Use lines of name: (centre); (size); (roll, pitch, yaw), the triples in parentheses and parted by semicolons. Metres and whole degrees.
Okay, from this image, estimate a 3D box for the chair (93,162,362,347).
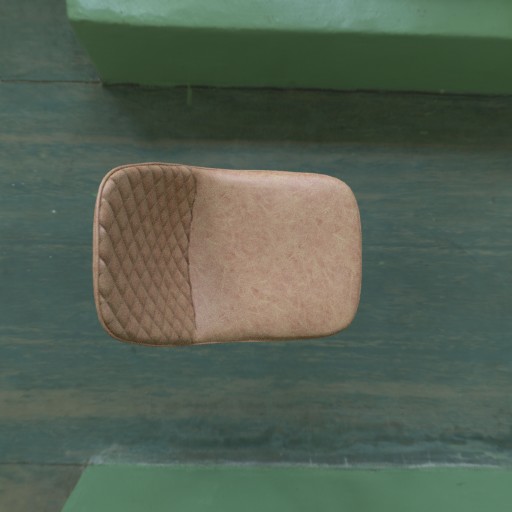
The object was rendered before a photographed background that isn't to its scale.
chair: (0.000, 0.000, 1.181); (0.561, 0.889, 0.472); (0, 89, -1)
